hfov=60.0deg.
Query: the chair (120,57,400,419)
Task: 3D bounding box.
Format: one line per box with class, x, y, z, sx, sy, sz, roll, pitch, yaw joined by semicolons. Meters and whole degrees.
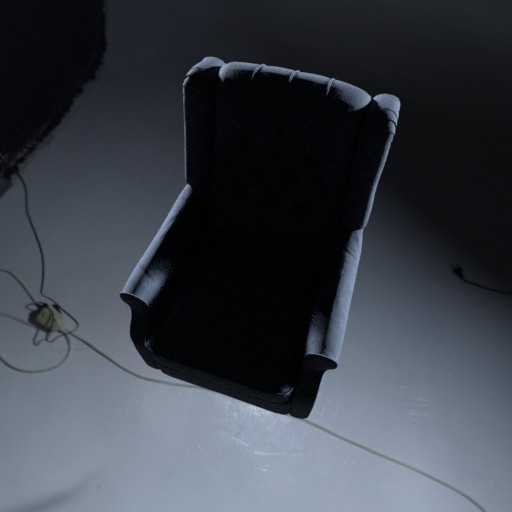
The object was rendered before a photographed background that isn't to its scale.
chair;0.000;0.000;1.609;0.742;1.035;0.898;16;60;10
